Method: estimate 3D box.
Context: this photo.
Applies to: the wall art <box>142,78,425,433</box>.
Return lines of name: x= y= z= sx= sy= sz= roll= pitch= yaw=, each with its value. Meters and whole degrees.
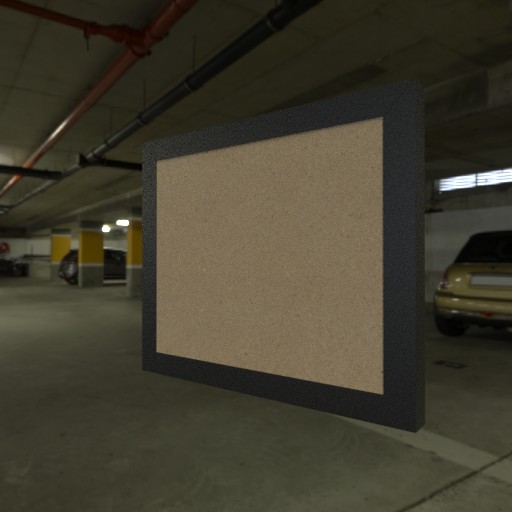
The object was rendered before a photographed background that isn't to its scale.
wall art: x=0.000 y=0.000 z=0.525 sx=0.381 sy=0.321 sz=0.028 roll=0 pitch=0 yaw=37
